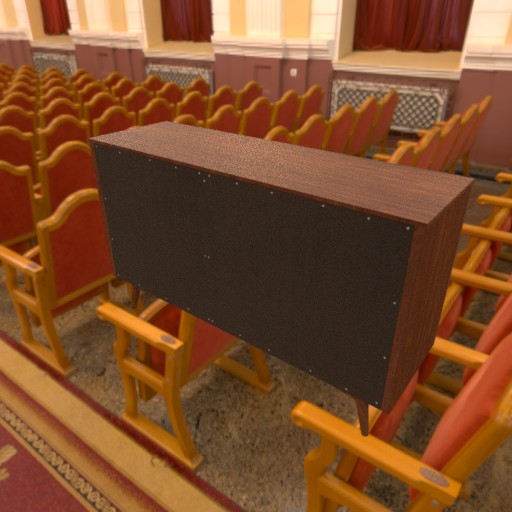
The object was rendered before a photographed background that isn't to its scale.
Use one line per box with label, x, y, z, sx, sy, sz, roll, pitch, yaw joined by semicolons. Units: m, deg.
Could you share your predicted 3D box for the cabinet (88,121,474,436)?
cabinet;0.000;0.000;2.037;1.575;0.940;0.505;20;34;32
